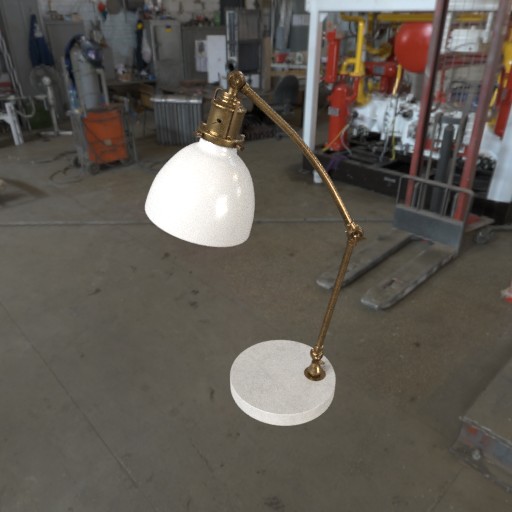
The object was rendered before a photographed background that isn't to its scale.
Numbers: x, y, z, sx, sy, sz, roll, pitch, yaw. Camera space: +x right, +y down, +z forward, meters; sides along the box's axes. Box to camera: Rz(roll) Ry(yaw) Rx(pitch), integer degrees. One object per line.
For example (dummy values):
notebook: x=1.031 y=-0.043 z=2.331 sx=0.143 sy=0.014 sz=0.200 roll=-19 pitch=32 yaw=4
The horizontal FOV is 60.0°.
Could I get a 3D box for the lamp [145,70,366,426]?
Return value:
lamp: x=0.000 y=0.000 z=0.674 sx=0.317 sy=0.522 sz=0.186 roll=1 pitch=28 yaw=1
